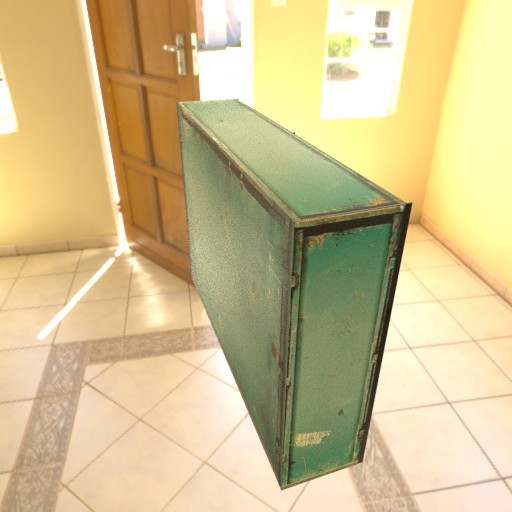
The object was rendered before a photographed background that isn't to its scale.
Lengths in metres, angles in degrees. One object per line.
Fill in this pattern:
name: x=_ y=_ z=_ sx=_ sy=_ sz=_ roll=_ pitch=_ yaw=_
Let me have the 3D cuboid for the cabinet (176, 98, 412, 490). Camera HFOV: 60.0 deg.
cabinet: x=0.000 y=0.000 z=3.991 sx=0.680 sy=2.160 sz=3.001 roll=-10 pitch=32 yaw=-17
